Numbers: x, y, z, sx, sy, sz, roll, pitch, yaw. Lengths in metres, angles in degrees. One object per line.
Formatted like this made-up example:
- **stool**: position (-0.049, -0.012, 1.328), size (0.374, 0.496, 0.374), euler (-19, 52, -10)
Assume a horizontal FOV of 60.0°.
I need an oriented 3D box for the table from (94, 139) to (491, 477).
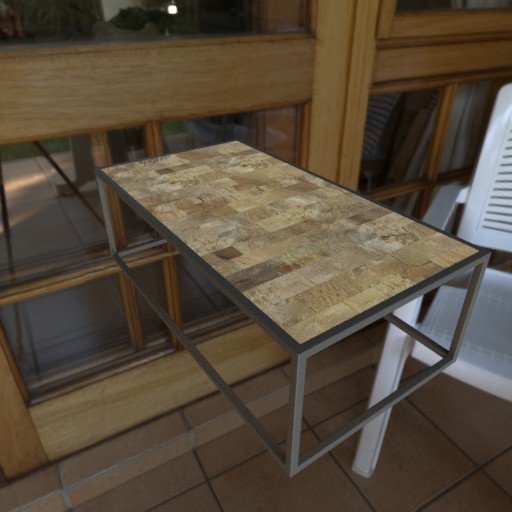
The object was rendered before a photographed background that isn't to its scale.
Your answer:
- **table**: position (0.000, 0.000, 1.509), size (0.649, 0.398, 1.199), euler (-20, 37, -29)
